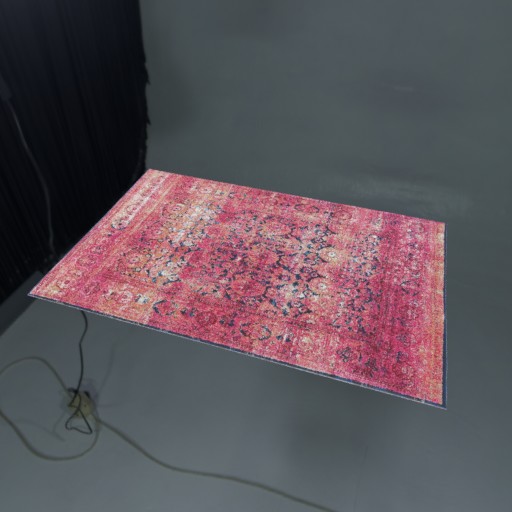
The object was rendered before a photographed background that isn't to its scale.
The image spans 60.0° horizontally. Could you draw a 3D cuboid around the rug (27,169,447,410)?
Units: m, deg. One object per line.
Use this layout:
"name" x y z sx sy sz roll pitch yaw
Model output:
"rug" 0.000 0.000 2.975 2.449 0.018 1.539 12 44 13
